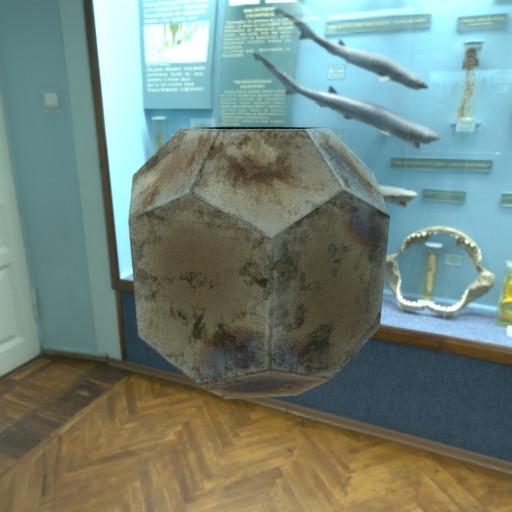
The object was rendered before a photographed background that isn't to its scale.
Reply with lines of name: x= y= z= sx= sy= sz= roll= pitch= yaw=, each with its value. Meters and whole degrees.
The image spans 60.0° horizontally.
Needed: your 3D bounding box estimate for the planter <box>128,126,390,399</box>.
planter: x=0.000 y=0.000 z=0.428 sx=0.243 sy=0.238 sz=0.221 roll=8 pitch=19 yaw=24
